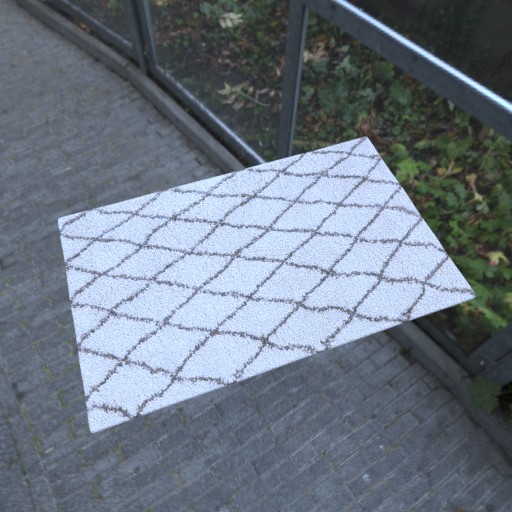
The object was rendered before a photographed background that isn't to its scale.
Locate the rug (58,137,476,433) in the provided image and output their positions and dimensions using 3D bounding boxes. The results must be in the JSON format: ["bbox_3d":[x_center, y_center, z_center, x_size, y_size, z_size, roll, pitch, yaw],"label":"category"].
[{"bbox_3d":[0.000,0.000,2.978,2.438,0.030,1.524,-17,60,-10],"label":"rug"}]
